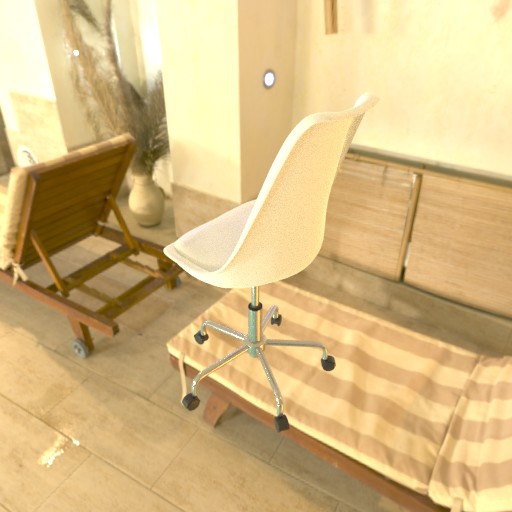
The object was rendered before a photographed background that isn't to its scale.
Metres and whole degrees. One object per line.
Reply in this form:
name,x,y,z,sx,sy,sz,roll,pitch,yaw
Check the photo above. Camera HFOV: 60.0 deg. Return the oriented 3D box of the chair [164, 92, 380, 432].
chair,0.000,0.000,1.302,0.550,0.930,0.550,21,37,30
